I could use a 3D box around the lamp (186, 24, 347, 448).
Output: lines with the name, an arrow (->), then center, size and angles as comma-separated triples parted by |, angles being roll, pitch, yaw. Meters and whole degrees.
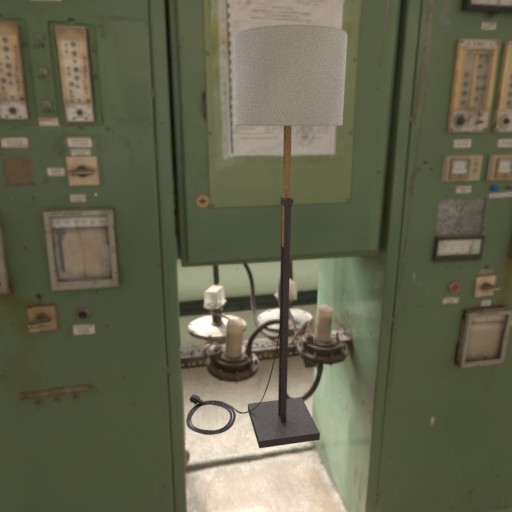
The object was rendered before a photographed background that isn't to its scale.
lamp -> 0.000, 0.000, 1.836 | 0.639, 1.650, 0.474 | -3, 17, -11
